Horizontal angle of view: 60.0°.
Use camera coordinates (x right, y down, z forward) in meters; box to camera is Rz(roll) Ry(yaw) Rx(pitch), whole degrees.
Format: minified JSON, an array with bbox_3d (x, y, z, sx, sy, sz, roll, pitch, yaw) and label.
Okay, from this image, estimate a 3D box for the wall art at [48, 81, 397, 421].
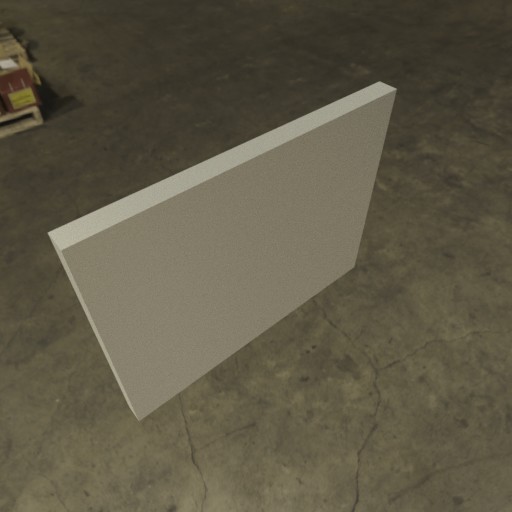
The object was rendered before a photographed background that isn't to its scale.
[{"bbox_3d":[0.000,0.000,1.412,1.056,0.801,0.066,-31,54,-26],"label":"wall art"}]
